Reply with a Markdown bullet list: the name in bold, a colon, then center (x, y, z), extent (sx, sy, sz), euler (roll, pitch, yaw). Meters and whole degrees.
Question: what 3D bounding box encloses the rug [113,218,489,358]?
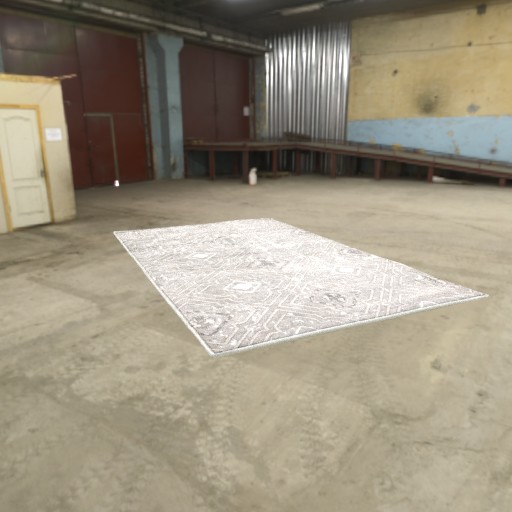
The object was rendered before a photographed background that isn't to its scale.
- **rug**: center (0.000, 0.000, 3.045), extent (1.537, 0.036, 2.447), euler (-7, 17, -25)
